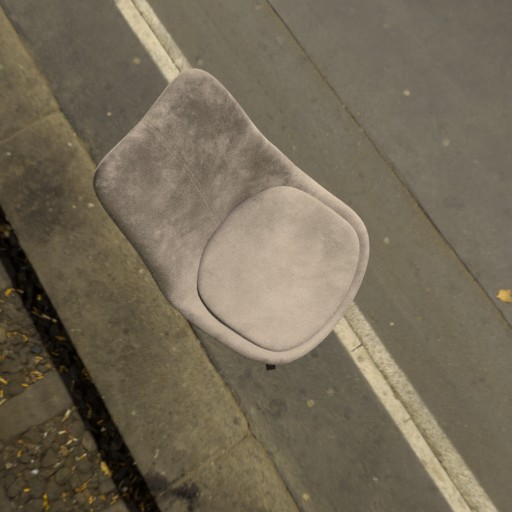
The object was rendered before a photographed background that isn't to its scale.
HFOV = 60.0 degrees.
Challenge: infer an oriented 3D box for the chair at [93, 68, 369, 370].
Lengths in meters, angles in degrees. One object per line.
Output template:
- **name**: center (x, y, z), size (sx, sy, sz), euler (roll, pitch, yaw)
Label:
- **chair**: center (0.000, 0.000, 1.189), size (0.550, 0.850, 0.485), euler (36, 79, 8)
